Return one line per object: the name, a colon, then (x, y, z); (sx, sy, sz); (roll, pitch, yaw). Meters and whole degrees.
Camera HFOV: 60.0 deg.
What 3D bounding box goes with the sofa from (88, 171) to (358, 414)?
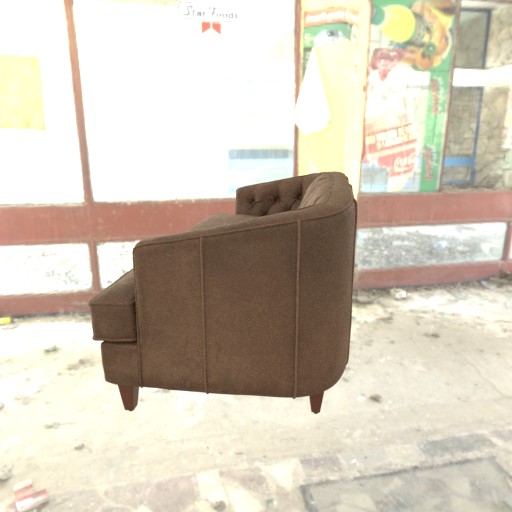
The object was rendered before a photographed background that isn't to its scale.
sofa: (0.000, 0.000, 2.257); (0.917, 0.799, 1.767); (2, 15, 9)
